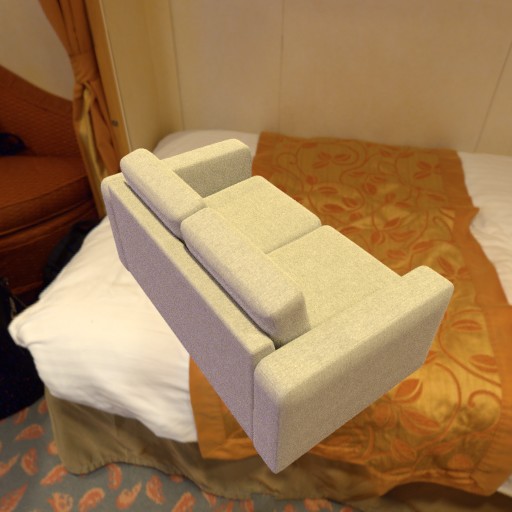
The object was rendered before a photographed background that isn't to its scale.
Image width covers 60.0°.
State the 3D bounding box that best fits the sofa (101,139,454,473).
[{"bbox_3d":[0.000,0.000,2.100,0.900,0.800,1.540,-25,46,-26],"label":"sofa"}]
